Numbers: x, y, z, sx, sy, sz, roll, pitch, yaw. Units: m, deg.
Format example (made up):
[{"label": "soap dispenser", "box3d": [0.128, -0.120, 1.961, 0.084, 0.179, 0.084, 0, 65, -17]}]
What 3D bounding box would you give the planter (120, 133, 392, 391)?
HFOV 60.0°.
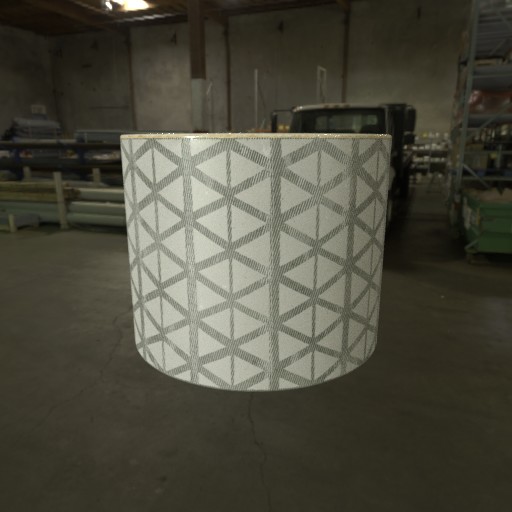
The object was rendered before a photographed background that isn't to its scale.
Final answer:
[{"label": "planter", "box3d": [0.000, 0.000, 0.346, 0.190, 0.181, 0.190, 0, 15, 0]}]
